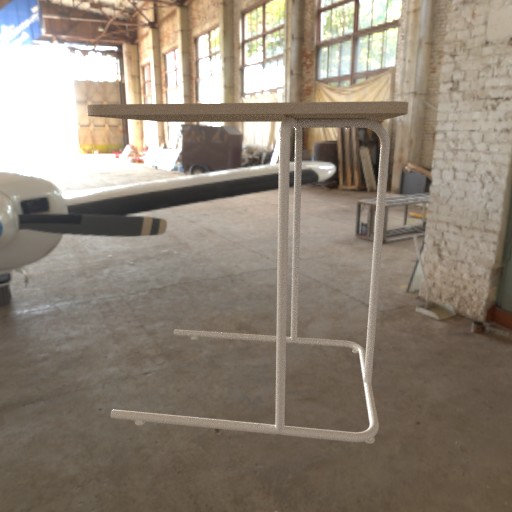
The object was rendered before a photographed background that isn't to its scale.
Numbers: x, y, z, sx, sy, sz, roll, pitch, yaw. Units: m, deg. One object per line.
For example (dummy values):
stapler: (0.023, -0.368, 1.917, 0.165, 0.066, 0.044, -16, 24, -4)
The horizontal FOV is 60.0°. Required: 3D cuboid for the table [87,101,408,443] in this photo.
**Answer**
table: (0.000, 0.000, 0.877, 0.480, 0.550, 0.370, 2, 15, 8)
